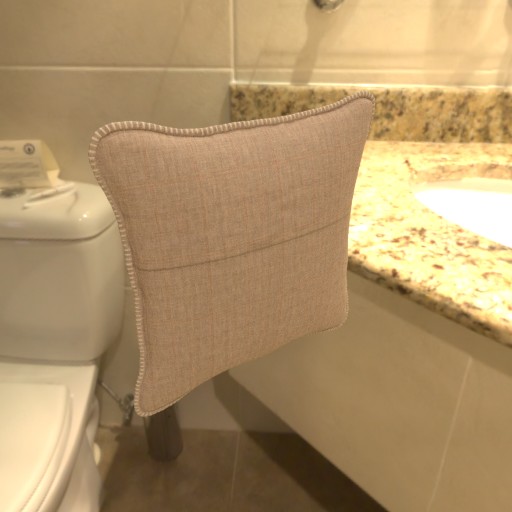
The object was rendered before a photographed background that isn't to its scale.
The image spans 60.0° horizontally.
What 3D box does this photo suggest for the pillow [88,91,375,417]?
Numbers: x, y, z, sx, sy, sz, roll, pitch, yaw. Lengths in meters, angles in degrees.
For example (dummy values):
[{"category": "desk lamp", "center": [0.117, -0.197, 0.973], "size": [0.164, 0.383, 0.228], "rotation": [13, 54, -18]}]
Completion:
[{"category": "pillow", "center": [0.000, 0.000, 0.750], "size": [0.485, 0.494, 0.124], "rotation": [-18, 34, -29]}]
